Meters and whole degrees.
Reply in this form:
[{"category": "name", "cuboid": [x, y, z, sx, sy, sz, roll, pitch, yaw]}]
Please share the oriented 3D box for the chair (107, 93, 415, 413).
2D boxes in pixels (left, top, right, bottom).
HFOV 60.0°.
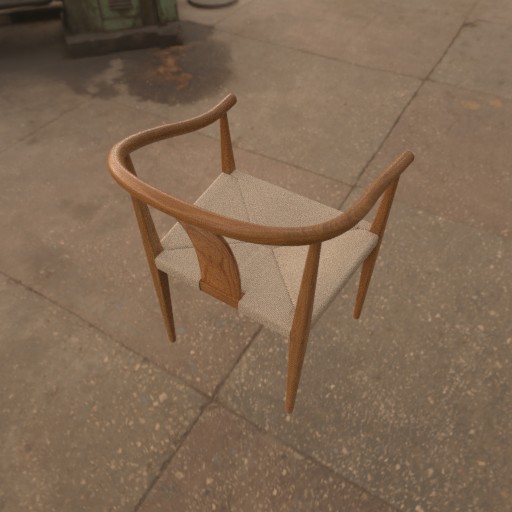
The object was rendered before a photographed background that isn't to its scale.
[{"category": "chair", "cuboid": [0.000, 0.000, 1.210, 0.556, 0.800, 0.579, 25, 53, 21]}]
